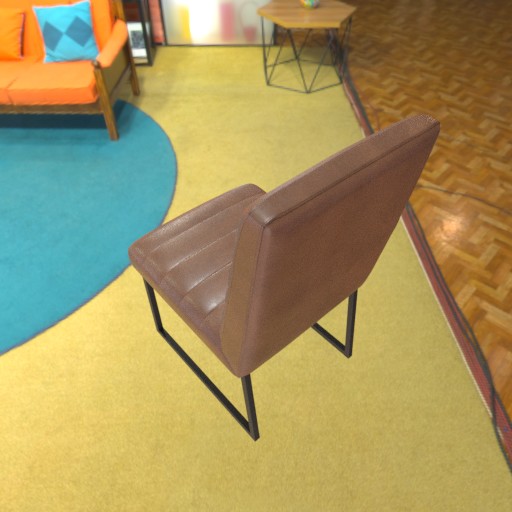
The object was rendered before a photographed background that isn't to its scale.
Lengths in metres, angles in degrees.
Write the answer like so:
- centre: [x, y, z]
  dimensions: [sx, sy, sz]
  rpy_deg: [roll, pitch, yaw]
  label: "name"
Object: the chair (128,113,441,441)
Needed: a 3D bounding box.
- centre: [0.000, 0.000, 1.282]
  dimensions: [0.520, 0.930, 0.634]
  rpy_deg: [-32, 53, -28]
  label: "chair"
